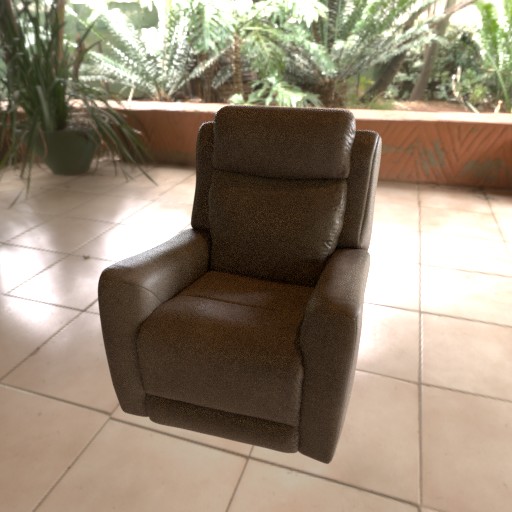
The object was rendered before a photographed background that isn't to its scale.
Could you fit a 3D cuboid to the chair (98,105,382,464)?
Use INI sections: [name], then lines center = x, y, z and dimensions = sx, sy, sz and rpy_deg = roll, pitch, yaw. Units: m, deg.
[chair]
center = 0.000, 0.000, 1.904
dimensions = 0.967, 1.116, 1.068
rpy_deg = 8, 27, 15
